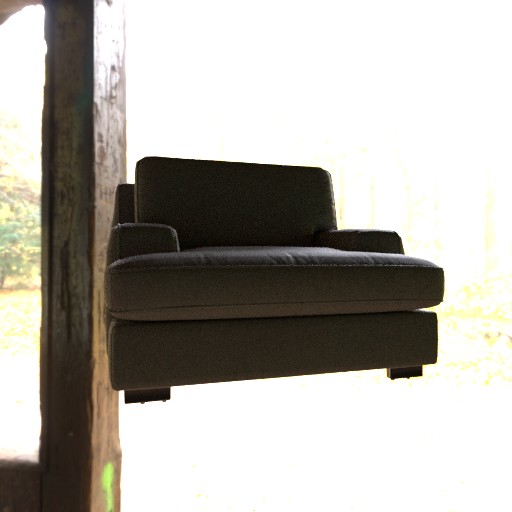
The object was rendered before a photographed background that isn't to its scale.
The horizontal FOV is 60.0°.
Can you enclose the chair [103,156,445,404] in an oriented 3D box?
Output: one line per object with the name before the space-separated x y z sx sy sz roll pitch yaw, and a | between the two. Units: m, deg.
chair | 0.000 0.000 1.981 1.270 0.974 1.043 0 0 -17
